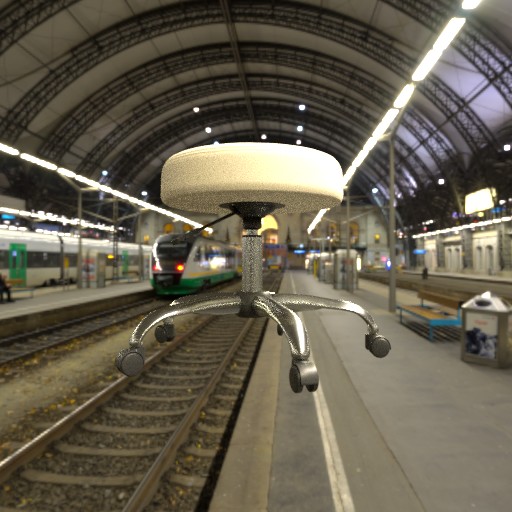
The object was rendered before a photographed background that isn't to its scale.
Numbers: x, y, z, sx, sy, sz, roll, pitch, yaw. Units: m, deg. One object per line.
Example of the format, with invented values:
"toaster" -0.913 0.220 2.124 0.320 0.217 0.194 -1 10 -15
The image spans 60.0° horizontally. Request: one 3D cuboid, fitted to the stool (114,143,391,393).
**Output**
"stool" 0.000 0.000 1.046 0.634 0.482 0.614 0 -1 -17
